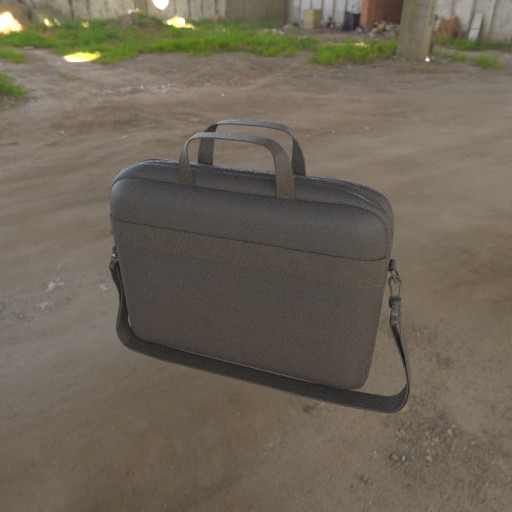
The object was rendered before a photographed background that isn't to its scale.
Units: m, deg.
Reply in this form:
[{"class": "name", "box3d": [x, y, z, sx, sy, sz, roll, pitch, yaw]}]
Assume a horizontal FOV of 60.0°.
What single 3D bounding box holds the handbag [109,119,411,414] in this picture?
[{"class": "handbag", "box3d": [0.000, 0.000, 0.576, 0.429, 0.330, 0.126, 10, 32, 16]}]
